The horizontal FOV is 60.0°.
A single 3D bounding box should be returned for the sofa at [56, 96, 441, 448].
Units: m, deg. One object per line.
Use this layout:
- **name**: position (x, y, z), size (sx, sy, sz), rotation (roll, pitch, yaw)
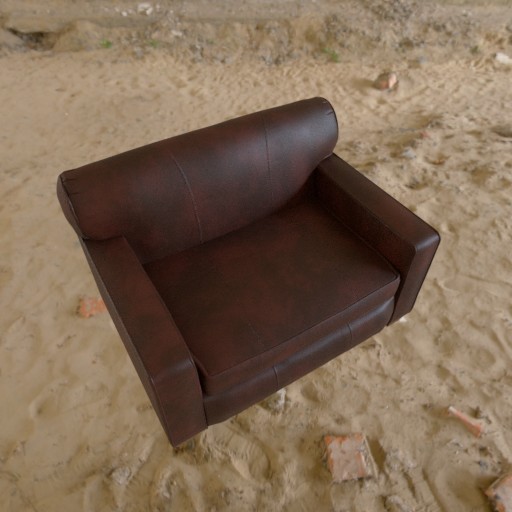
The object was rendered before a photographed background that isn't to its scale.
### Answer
- **sofa**: position (0.000, 0.000, 2.091), size (1.413, 0.956, 1.000), rotation (-23, 50, -21)
